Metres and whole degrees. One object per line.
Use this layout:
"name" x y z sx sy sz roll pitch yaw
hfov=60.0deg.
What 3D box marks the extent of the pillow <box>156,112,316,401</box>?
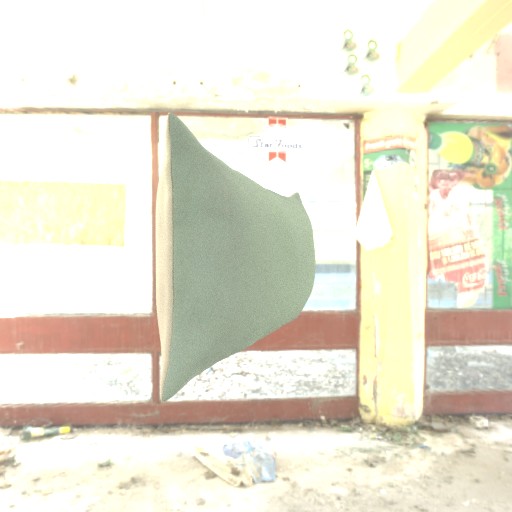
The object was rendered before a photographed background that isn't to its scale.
"pillow" 0.000 0.000 0.715 0.151 0.287 0.610 0 0 17
